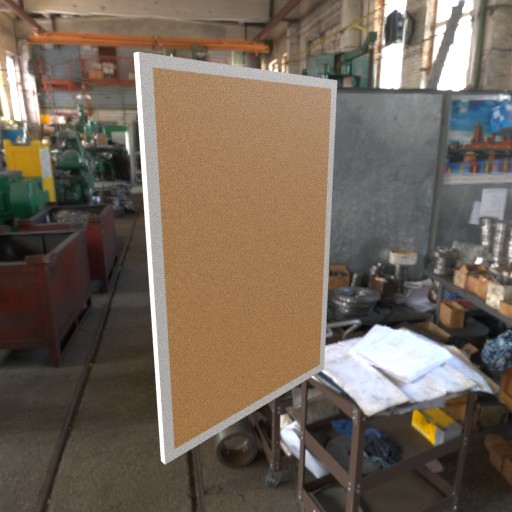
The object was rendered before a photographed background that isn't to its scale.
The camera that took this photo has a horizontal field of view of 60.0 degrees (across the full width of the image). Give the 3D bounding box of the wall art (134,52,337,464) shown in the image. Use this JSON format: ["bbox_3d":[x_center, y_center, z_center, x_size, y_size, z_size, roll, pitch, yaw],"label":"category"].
[{"bbox_3d":[0.000,0.000,0.838,0.013,0.656,0.456,15,21,43],"label":"wall art"}]
